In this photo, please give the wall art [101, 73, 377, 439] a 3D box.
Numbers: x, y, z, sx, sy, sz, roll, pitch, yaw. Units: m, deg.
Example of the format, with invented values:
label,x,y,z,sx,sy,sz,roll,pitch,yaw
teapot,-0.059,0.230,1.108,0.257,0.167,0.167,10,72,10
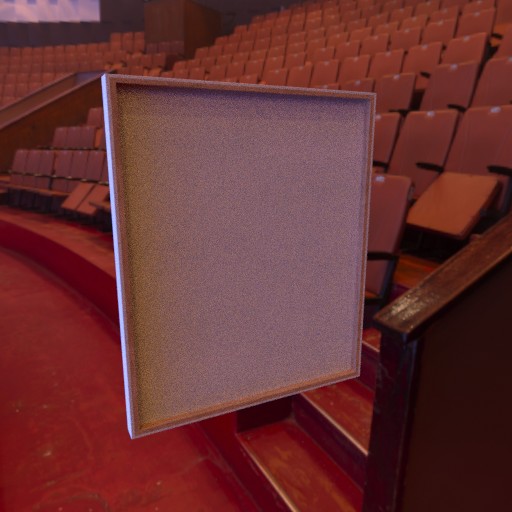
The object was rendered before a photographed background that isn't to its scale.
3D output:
label,x,y,z,sx,sy,sz,roll,pitch,yaw
wall art,0.000,0.000,0.839,0.508,0.606,0.037,-7,15,-26
